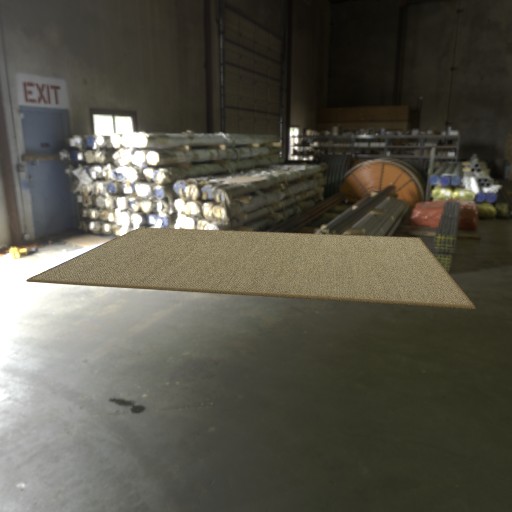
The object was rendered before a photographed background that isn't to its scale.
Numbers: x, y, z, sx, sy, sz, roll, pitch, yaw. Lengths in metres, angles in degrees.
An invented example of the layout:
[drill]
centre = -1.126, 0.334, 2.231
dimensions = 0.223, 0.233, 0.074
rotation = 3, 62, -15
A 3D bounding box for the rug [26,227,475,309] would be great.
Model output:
[rug]
centre = 0.000, 0.000, 2.108
dimensions = 1.667, 0.013, 1.062
rotation = 3, 15, 10
